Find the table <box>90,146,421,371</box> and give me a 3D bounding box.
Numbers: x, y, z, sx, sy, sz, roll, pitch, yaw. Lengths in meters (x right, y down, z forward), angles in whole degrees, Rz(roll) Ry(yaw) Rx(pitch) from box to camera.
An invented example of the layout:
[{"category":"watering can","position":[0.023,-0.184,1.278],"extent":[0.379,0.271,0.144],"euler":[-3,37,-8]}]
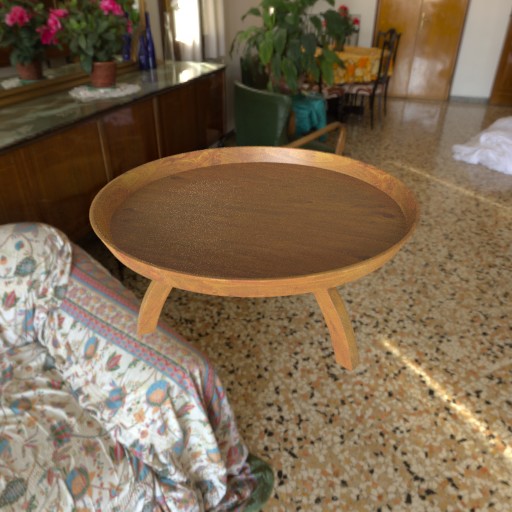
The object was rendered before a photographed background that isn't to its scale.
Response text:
[{"category":"table","position":[0.000,0.000,1.542],"extent":[1.016,0.470,1.016],"euler":[0,31,0]}]
